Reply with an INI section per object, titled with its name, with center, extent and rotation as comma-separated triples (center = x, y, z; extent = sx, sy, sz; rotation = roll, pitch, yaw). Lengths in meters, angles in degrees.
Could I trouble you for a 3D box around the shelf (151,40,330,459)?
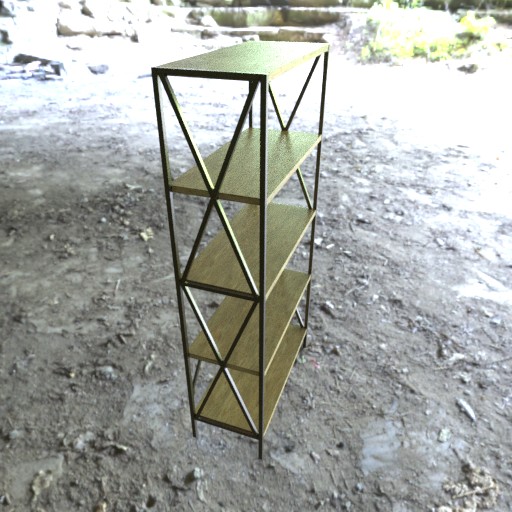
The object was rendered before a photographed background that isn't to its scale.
[shelf]
center = 0.000, 0.000, 2.156
extent = 0.386, 1.803, 0.874
rotation = 11, 33, 17
